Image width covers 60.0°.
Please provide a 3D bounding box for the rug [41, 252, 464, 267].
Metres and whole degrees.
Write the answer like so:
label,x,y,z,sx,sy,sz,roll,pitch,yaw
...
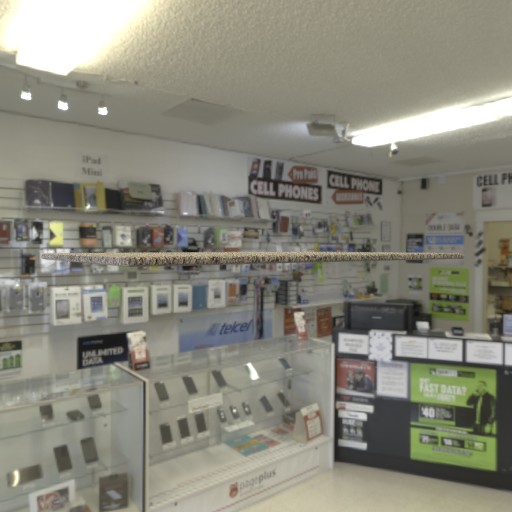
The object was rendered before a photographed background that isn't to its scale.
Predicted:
label,x,y,z,sx,sy,sz,roll,pitch,yaw
rug,0.000,0.000,2.248,1.778,0.030,1.219,-1,1,-36
